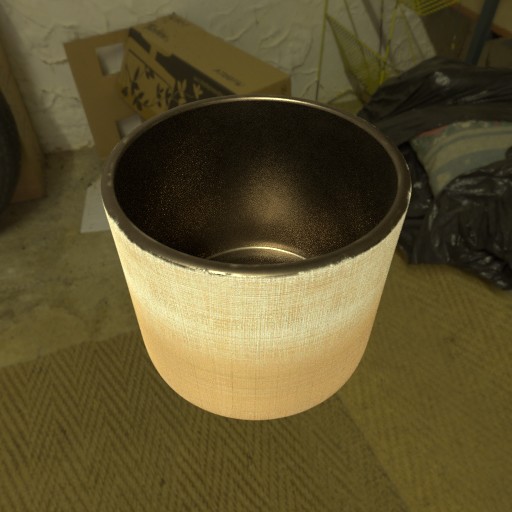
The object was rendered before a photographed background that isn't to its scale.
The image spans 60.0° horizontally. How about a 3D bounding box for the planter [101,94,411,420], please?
[{"bbox_3d":[0.000,0.000,0.442,0.254,0.221,0.254,0,46,0],"label":"planter"}]
